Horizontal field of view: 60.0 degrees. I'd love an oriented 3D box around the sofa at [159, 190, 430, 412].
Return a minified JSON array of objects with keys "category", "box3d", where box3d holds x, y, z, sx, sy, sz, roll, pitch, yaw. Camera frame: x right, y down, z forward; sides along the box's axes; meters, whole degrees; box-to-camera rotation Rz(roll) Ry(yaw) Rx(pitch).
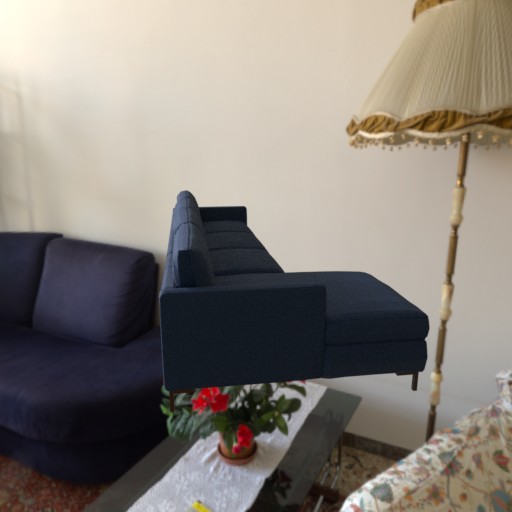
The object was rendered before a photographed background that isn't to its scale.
[{"category":"sofa","box3d":[0.000,0.000,2.937,1.128,0.679,2.450,-2,14,-9]}]
